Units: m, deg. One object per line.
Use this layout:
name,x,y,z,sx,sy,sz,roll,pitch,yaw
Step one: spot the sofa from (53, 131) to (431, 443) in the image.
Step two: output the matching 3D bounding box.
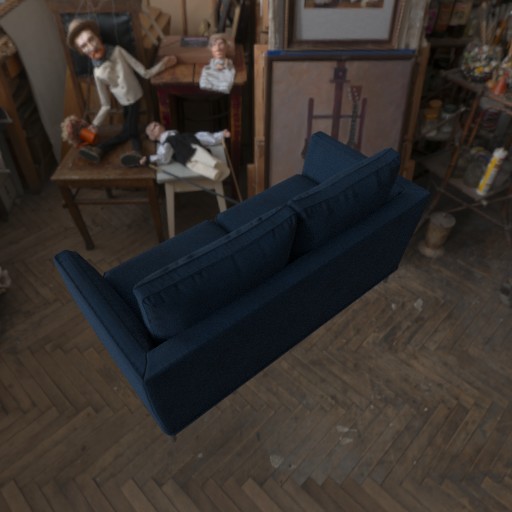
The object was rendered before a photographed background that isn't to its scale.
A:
sofa,0.000,0.000,2.392,1.770,1.002,0.853,-31,53,-26
